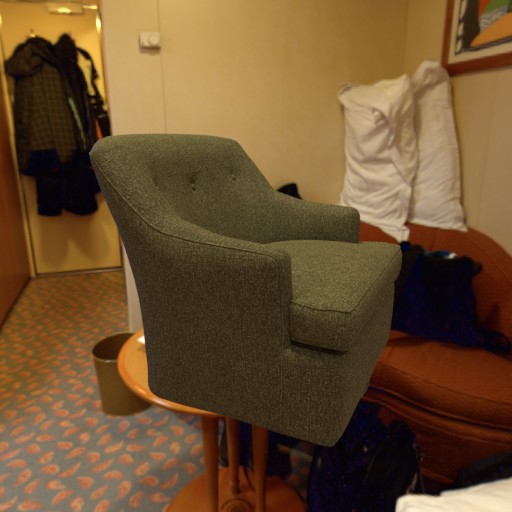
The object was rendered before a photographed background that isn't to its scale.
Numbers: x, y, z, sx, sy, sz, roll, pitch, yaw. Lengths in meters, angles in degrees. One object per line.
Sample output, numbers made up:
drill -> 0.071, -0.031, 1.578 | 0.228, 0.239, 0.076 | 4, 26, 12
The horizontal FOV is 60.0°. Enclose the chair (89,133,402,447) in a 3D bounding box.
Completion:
chair -> 0.000, 0.000, 1.606 | 0.923, 0.856, 0.864 | 8, 17, 26
